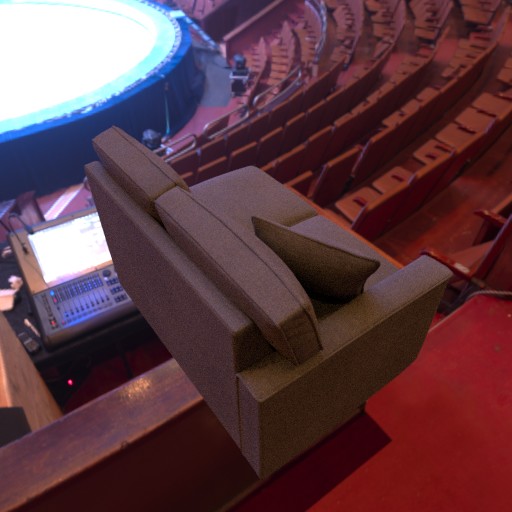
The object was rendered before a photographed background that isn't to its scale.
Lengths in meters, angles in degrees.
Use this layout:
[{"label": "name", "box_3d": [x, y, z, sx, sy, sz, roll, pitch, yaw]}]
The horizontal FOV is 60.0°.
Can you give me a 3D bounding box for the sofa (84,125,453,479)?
[{"label": "sofa", "box_3d": [0.000, 0.000, 2.068, 0.991, 0.989, 1.388, -26, 48, -27]}]
